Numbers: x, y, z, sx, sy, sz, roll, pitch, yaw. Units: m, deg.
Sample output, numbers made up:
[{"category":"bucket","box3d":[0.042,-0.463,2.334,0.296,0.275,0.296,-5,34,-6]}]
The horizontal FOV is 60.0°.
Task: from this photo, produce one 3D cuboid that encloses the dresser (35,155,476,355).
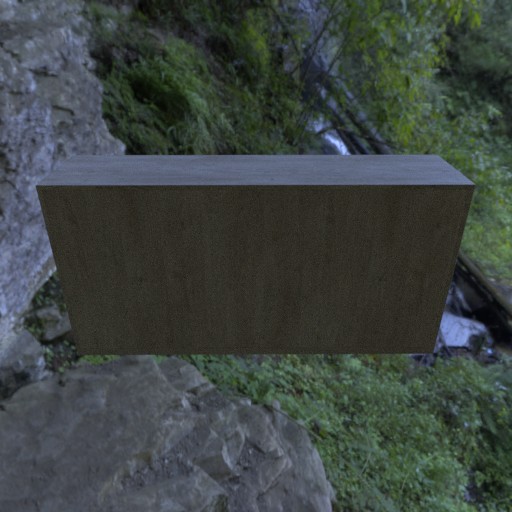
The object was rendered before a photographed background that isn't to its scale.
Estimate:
[{"category":"dresser","box3d":[0.000,0.000,1.956,1.590,0.795,0.390,0,29,-1]}]
